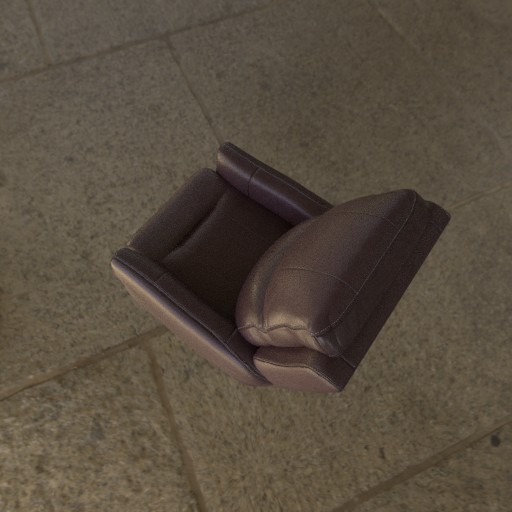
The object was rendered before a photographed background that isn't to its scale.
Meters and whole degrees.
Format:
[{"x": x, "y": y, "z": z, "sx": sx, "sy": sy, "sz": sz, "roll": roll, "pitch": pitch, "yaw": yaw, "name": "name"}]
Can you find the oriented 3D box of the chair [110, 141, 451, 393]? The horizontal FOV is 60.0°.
[{"x": 0.000, "y": 0.000, "z": 1.801, "sx": 1.080, "sy": 1.030, "sz": 0.829, "roll": 34, "pitch": 69, "yaw": 15, "name": "chair"}]
